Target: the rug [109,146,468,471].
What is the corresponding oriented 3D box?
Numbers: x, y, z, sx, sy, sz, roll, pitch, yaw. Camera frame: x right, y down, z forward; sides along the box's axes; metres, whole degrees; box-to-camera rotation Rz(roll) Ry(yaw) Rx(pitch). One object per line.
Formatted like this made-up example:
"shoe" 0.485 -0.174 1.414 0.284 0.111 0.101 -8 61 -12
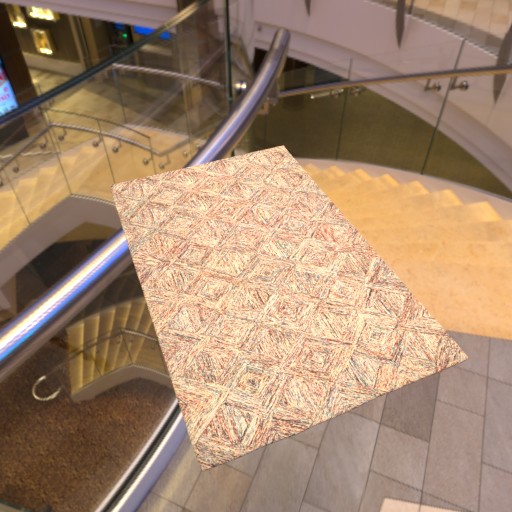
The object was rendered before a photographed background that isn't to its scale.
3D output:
"rug" 0.000 0.000 2.210 1.143 0.014 1.761 -17 47 -16
